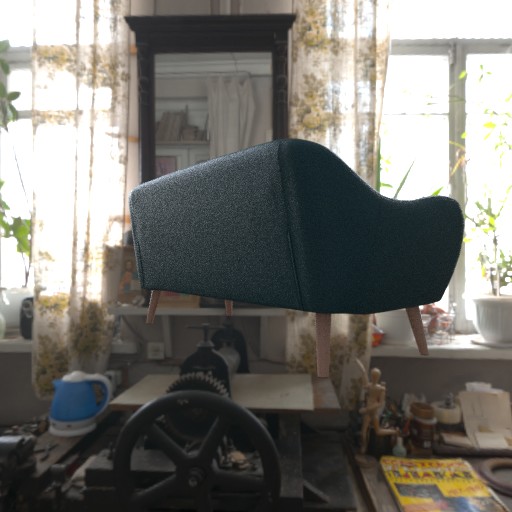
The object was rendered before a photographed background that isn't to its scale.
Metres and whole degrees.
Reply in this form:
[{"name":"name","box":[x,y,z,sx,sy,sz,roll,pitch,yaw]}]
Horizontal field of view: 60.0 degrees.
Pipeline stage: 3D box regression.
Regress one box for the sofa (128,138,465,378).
[{"name":"sofa","box":[0.000,0.000,2.296,0.820,0.836,1.840,0,0,-36]}]
